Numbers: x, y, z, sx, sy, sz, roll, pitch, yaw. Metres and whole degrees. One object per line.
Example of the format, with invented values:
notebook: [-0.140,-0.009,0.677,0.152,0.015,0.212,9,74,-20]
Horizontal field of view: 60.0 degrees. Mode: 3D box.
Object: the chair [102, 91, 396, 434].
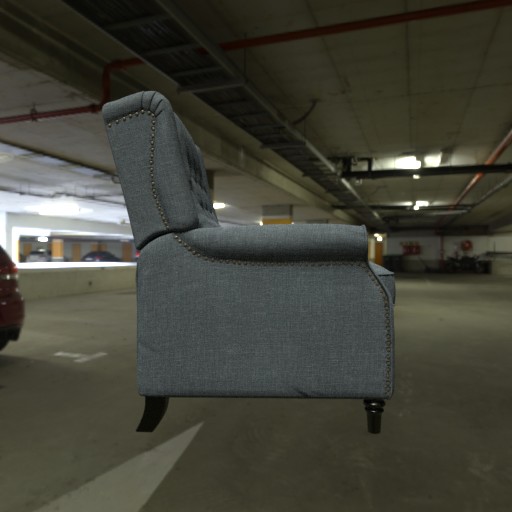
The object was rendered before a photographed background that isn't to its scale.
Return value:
chair: [0.000,0.000,1.610,0.898,1.035,0.742,0,0,2]
